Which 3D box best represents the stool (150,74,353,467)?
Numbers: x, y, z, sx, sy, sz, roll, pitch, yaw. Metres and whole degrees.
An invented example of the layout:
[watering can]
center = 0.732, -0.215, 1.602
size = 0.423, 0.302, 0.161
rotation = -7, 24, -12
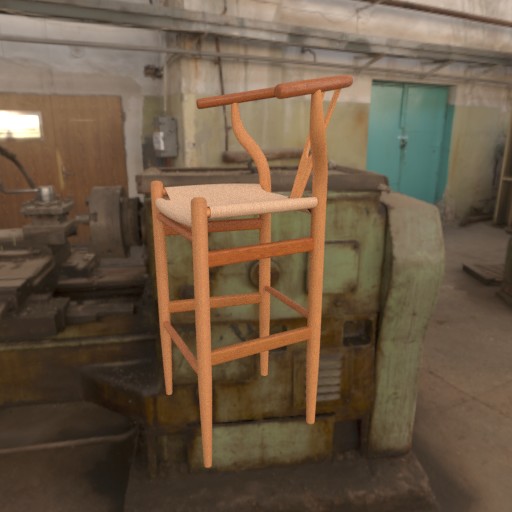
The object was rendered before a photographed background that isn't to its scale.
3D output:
[stool]
center = 0.000, 0.000, 1.387
size = 0.561, 1.068, 0.574
rotation = -8, 18, -25
